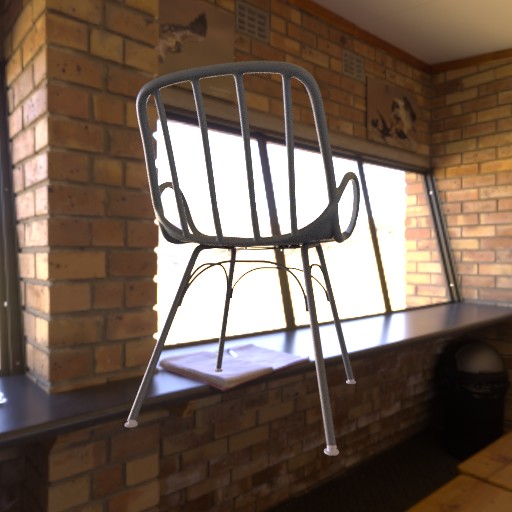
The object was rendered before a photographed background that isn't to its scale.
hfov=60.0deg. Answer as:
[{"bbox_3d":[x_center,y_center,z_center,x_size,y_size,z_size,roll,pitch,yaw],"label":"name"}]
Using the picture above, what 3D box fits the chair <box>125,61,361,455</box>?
[{"bbox_3d":[0.000,0.000,1.220,0.549,0.816,0.597,0,0,18],"label":"chair"}]
